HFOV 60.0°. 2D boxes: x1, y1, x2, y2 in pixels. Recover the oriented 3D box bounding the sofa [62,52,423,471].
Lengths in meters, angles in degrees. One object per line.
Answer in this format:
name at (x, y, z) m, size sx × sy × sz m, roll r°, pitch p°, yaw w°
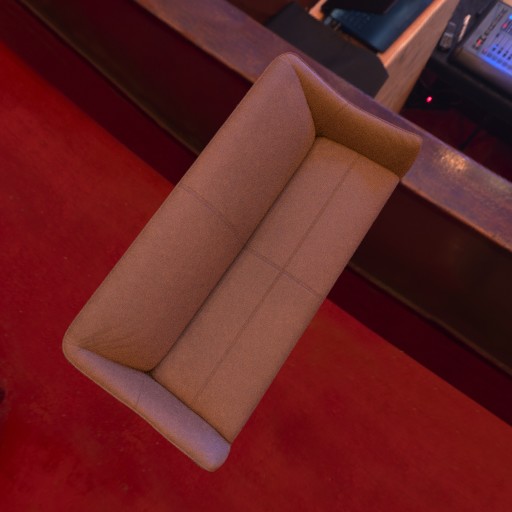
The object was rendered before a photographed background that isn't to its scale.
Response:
sofa at (0.000, 0.000, 2.349) m, size 0.869 × 0.830 × 1.928 m, roll 33°, pitch 78°, yaw 8°
